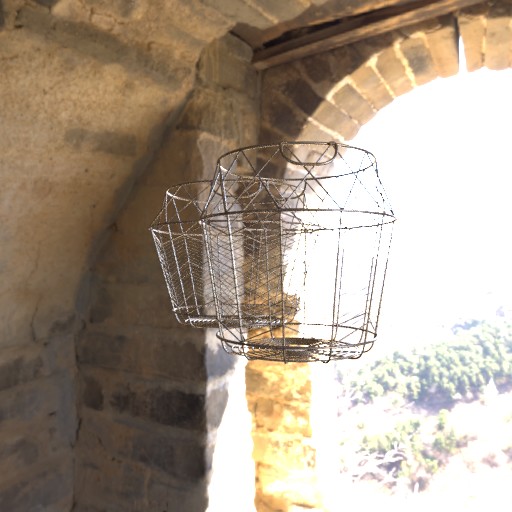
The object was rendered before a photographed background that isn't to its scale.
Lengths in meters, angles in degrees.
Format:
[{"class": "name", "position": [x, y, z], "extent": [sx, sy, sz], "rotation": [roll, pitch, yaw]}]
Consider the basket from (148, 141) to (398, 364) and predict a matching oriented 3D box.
[{"class": "basket", "position": [0.000, 0.000, 1.001], "extent": [0.451, 0.343, 0.805], "rotation": [0, -2, -18]}]
